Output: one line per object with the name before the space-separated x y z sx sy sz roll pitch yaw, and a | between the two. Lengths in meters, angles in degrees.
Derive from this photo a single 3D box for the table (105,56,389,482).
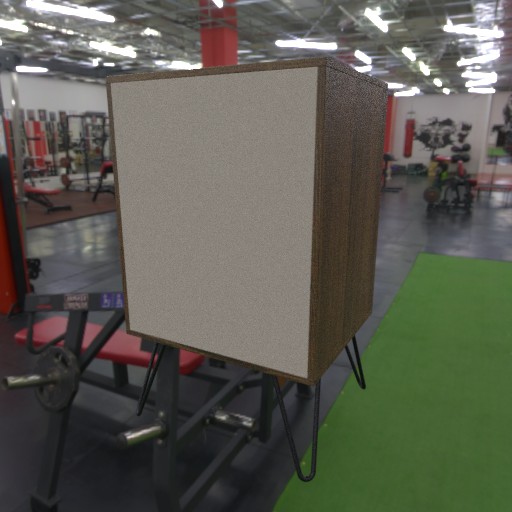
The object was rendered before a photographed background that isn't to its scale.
table | 0.000 0.000 1.167 0.526 0.866 0.457 8 17 28
